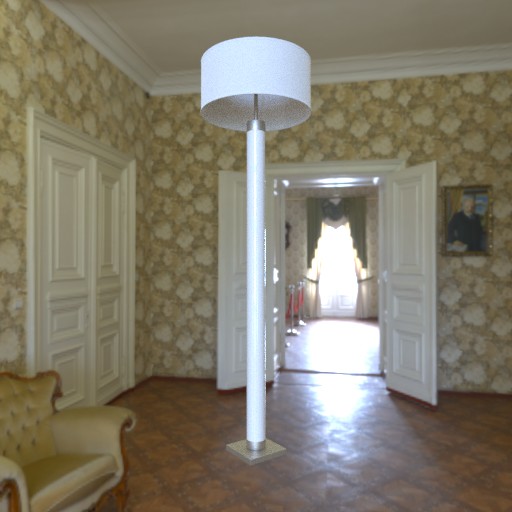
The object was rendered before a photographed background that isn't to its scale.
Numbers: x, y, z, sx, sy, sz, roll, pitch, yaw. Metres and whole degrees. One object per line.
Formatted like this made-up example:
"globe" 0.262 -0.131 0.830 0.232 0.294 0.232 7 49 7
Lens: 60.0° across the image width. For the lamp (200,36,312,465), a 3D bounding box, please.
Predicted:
"lamp" 0.000 0.000 1.674 0.420 1.475 0.420 1 -2 -36
